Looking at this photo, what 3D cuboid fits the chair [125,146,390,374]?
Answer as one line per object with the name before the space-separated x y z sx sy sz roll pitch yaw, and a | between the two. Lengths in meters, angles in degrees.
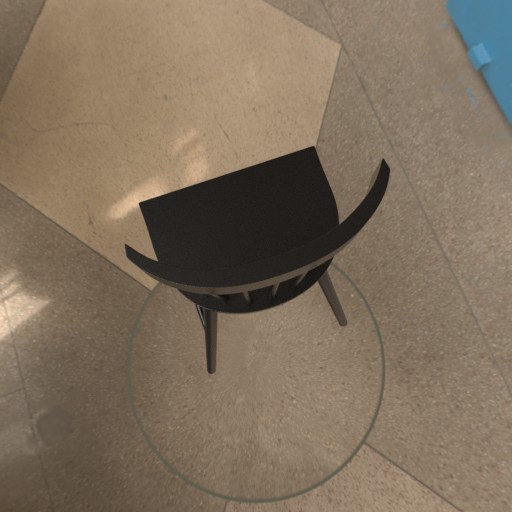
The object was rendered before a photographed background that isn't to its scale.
chair | 0.000 0.000 1.147 0.506 0.844 0.483 -19 77 -4
